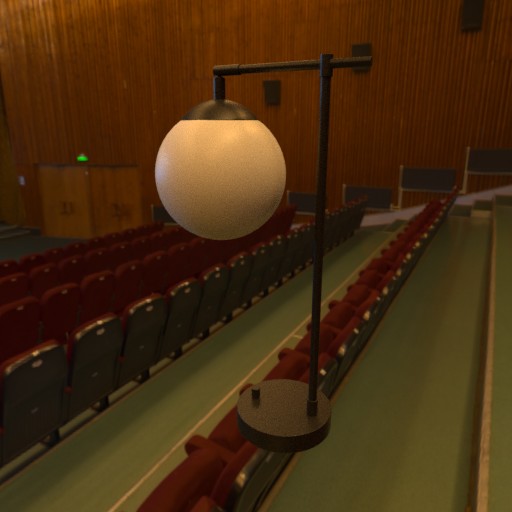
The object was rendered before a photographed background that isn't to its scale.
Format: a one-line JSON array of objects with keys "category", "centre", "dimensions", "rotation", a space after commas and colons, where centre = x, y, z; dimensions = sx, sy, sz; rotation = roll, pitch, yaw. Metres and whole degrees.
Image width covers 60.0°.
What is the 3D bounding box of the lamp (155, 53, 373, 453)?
[{"category": "lamp", "centre": [0.000, 0.000, 0.684], "dimensions": [0.316, 0.559, 0.197], "rotation": [8, 18, 26]}]
